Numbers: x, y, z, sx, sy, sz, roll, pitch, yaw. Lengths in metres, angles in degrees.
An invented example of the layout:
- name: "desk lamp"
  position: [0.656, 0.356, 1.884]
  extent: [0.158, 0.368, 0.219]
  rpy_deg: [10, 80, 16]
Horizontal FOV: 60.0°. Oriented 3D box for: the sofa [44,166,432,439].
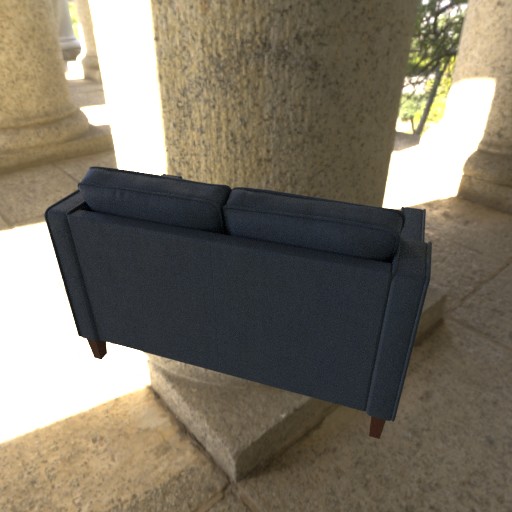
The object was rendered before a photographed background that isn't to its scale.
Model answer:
- name: "sofa"
  position: [0.000, 0.000, 2.164]
  extent: [1.501, 0.971, 0.987]
  rpy_deg: [10, 33, 17]
